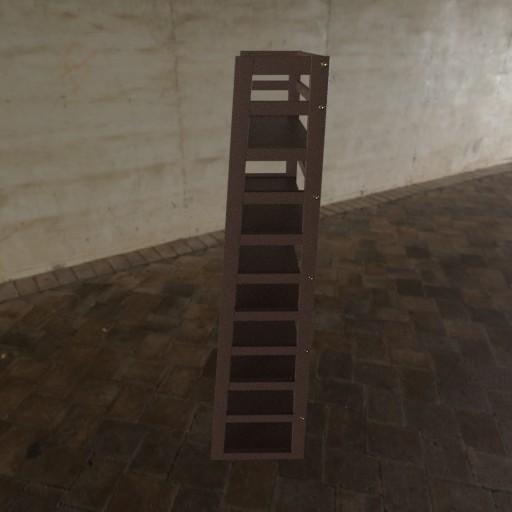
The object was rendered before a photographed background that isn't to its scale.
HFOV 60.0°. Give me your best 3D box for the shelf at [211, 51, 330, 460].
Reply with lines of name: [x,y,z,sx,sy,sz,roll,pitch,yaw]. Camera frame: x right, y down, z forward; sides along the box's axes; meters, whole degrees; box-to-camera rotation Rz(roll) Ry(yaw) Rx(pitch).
shelf: [0.000,0.000,1.920,0.403,1.600,0.763,0,26,-1]
